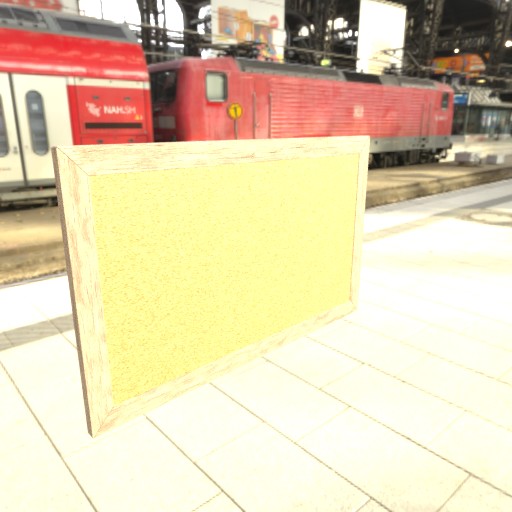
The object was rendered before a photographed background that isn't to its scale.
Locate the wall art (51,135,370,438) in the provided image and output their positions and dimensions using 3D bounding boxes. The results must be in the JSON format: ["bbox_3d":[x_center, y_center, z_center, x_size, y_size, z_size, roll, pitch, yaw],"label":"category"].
[{"bbox_3d":[0.000,0.000,0.944,0.780,0.480,0.021,-15,23,-41],"label":"wall art"}]
